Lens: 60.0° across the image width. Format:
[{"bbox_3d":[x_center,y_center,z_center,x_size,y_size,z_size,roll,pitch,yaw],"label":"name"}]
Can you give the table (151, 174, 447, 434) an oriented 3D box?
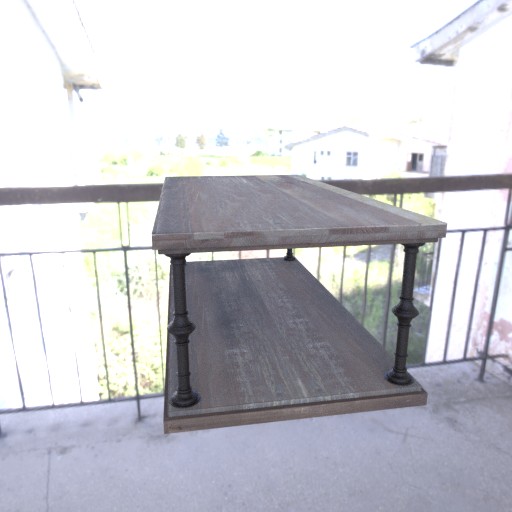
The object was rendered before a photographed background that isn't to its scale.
[{"bbox_3d":[0.000,0.000,1.372,0.554,0.399,1.088,-3,16,-10],"label":"table"}]
